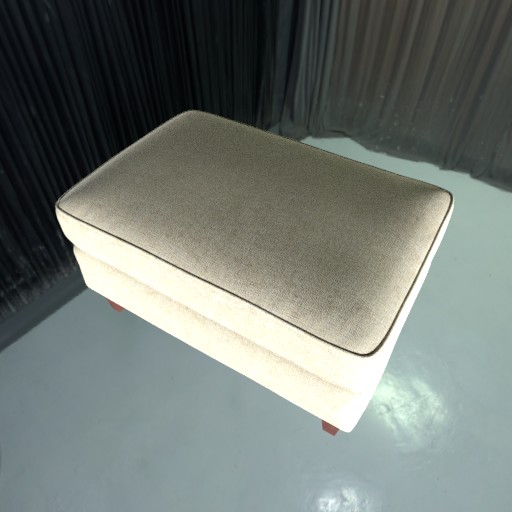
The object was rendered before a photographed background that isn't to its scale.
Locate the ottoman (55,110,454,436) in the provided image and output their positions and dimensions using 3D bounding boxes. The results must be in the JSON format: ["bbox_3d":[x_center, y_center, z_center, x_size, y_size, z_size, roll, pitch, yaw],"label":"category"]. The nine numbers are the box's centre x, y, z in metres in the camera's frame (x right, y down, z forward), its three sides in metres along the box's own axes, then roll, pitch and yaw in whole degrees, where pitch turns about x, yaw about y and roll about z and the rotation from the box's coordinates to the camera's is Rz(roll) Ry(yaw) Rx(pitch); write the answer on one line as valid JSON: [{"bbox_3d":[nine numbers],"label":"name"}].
[{"bbox_3d":[0.000,0.000,1.241,0.862,0.484,0.583,24,51,21],"label":"ottoman"}]
